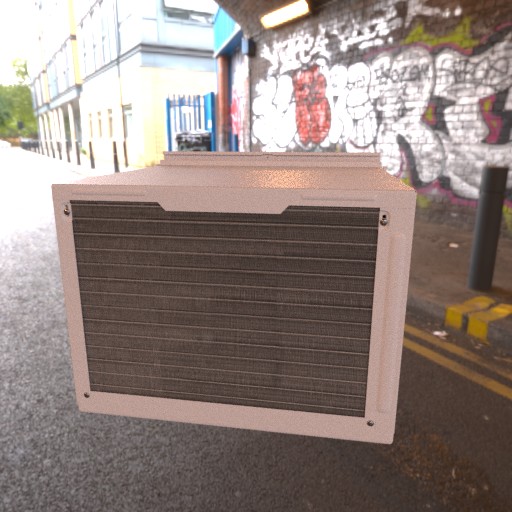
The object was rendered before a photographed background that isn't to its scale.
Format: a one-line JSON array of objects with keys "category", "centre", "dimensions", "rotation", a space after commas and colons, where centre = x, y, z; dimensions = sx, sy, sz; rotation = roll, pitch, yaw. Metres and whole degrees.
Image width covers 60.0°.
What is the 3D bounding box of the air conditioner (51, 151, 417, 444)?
[{"category": "air conditioner", "centre": [0.000, 0.000, 0.870], "dimensions": [0.503, 0.388, 0.546], "rotation": [2, 15, 9]}]
